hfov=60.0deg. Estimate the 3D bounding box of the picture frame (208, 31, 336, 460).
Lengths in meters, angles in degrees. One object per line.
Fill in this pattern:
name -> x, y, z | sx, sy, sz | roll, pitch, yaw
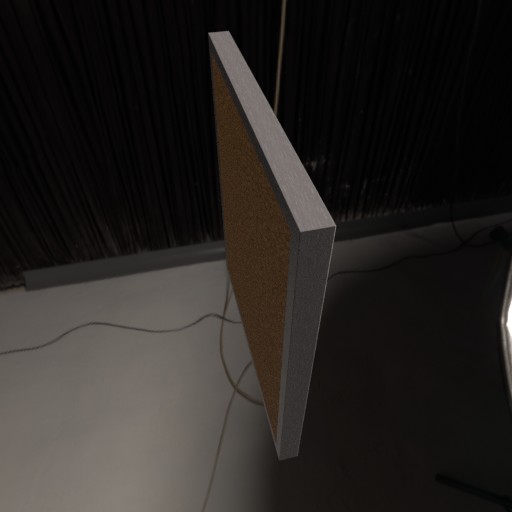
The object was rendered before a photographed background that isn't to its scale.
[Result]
picture frame -> 0.000, 0.000, 0.512 | 0.027, 0.378, 0.327 | -10, 47, -10
